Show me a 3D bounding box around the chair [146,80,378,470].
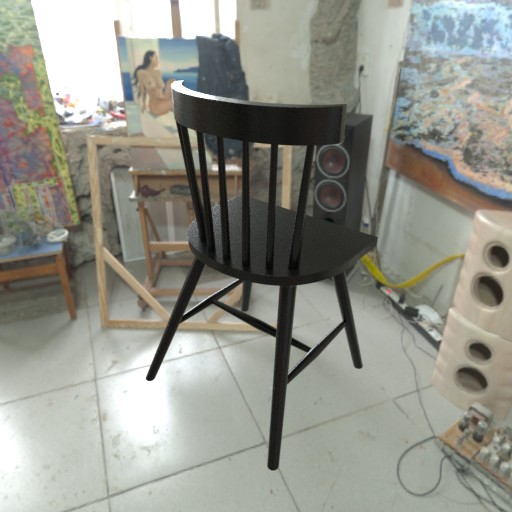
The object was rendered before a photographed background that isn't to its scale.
[{"bbox_3d":[0.000,0.000,1.188,0.506,0.844,0.483,22,37,33],"label":"chair"}]
